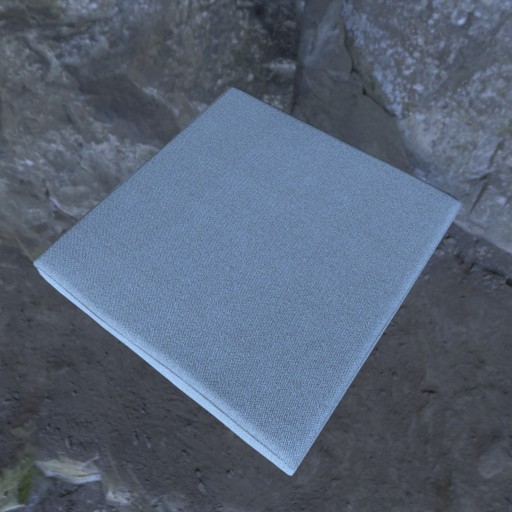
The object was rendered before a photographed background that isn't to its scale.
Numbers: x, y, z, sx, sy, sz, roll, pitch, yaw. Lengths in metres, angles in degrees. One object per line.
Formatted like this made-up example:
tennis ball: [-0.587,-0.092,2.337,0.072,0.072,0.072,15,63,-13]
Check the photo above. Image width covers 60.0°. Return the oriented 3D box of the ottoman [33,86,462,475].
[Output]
ottoman: [0.000,0.000,1.529,0.968,0.379,1.004,33,65,17]
